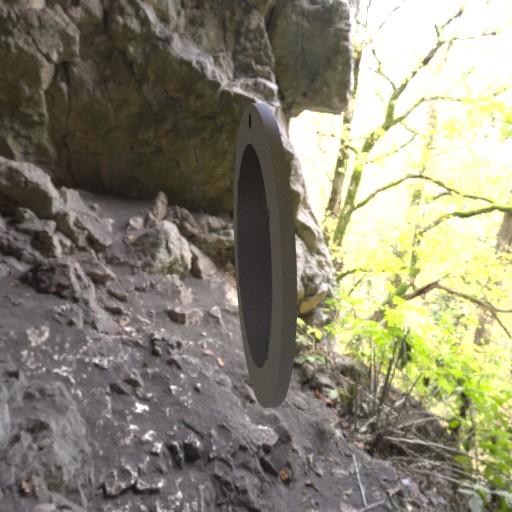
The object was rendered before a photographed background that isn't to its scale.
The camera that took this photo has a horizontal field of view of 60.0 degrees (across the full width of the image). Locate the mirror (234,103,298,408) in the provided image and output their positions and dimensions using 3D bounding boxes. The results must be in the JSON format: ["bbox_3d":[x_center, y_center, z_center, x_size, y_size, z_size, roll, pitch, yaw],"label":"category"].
[{"bbox_3d":[0.000,0.000,1.404,0.038,0.914,0.914,-3,17,-9],"label":"mirror"}]
